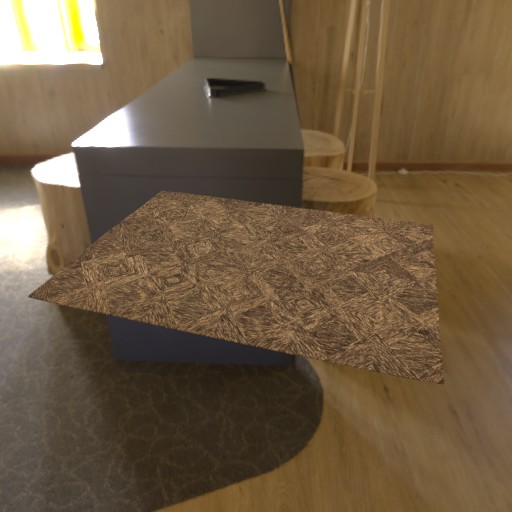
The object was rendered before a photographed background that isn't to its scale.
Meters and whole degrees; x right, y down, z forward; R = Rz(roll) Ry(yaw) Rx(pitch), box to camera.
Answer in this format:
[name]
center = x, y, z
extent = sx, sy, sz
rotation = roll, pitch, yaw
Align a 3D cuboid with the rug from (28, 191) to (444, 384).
[rug]
center = 0.000, 0.000, 5.300
extent = 4.093, 0.020, 2.997
rotation = 9, 32, 15
